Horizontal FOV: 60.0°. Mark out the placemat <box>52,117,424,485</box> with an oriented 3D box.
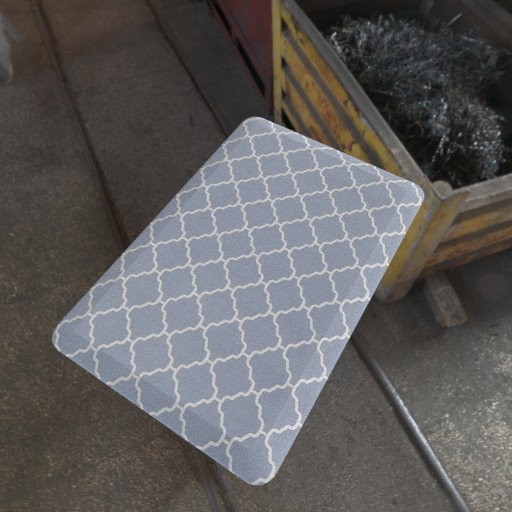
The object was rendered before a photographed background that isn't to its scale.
[{"bbox_3d":[0.000,0.000,0.963,0.508,0.021,0.762,28,63,16],"label":"placemat"}]
